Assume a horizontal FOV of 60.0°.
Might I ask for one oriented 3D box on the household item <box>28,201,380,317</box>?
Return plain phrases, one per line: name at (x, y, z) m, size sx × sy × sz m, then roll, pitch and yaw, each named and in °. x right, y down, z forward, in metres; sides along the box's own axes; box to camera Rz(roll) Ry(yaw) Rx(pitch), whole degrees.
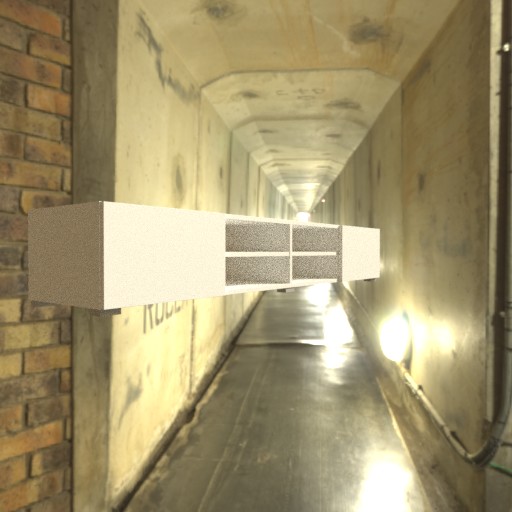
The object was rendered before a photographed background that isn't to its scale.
household item at (0.000, 0.000, 2.029) m, size 0.420 × 0.310 × 1.850 m, roll 0°, pitch 1°, yaw 38°
